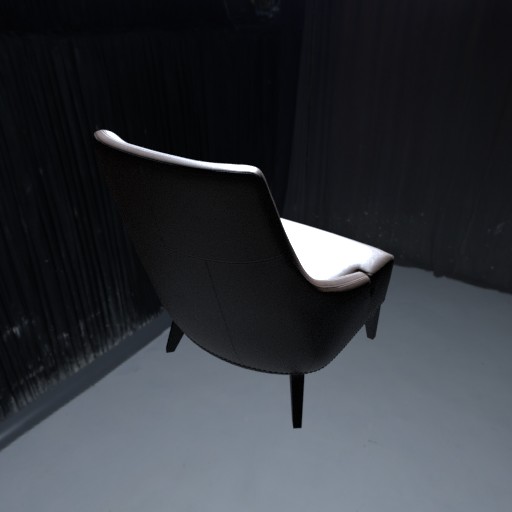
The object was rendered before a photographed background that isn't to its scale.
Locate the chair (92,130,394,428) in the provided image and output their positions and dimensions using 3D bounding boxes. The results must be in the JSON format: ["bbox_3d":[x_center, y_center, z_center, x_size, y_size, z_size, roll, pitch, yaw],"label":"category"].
[{"bbox_3d":[0.000,0.000,1.499,0.701,0.909,0.861,21,36,31],"label":"chair"}]
